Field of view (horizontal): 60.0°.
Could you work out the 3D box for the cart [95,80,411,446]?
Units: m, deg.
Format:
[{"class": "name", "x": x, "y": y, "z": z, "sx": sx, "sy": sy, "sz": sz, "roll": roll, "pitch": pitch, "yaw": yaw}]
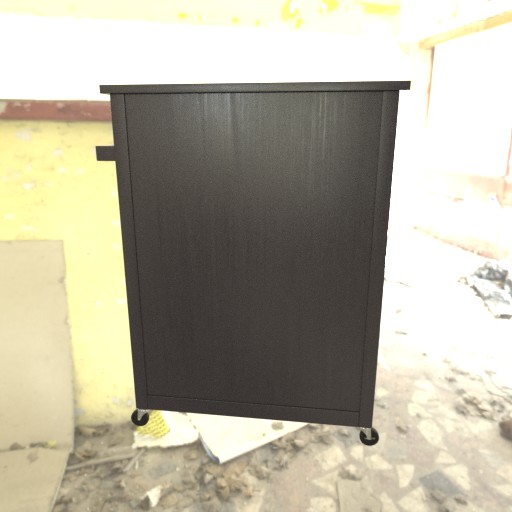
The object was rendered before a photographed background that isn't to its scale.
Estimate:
[{"class": "cart", "x": 0.000, "y": 0.000, "z": 1.260, "sx": 0.690, "sy": 0.878, "sz": 0.449, "roll": 2, "pitch": 16, "yaw": 7}]
